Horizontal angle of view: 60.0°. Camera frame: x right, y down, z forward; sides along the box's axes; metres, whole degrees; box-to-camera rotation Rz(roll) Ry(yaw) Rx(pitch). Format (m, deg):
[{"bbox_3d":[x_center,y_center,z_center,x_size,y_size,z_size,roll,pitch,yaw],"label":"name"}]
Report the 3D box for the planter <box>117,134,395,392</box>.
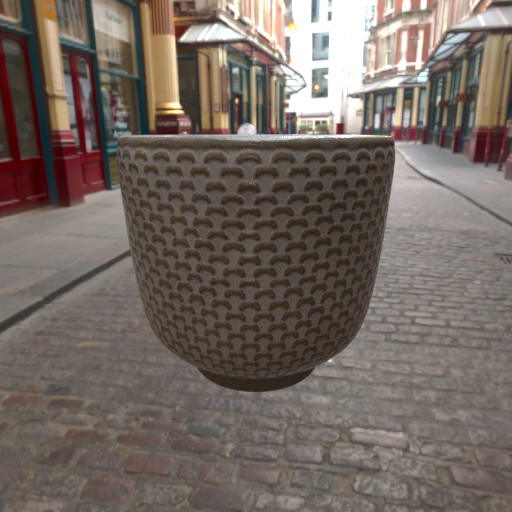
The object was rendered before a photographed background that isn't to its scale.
[{"bbox_3d":[0.000,0.000,0.305,0.173,0.160,0.173,0,16,0],"label":"planter"}]
